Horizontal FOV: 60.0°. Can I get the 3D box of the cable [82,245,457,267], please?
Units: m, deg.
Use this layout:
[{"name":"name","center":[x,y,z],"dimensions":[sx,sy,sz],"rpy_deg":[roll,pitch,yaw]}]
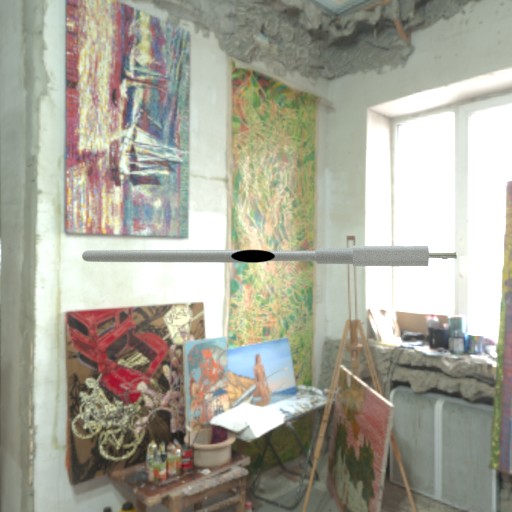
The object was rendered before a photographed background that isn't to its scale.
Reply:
[{"name":"cable","center":[0.000,0.000,0.115],"dimensions":[0.098,0.006,0.040],"rpy_deg":[0,0,18]}]
